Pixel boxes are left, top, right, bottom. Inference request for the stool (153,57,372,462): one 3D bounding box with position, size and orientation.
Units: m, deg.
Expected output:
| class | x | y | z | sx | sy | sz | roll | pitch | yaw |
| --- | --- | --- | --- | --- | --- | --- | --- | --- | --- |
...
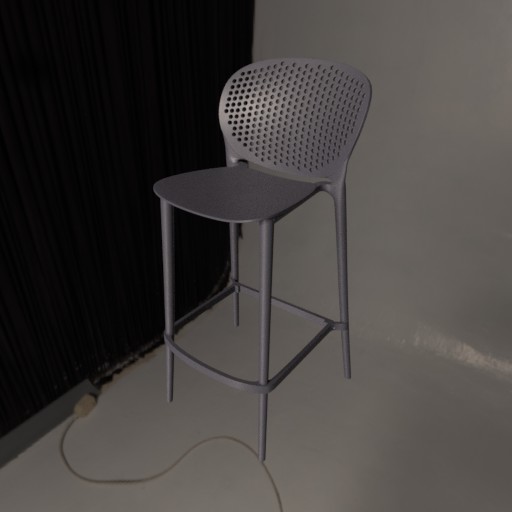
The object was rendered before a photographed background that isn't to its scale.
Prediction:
| class | x | y | z | sx | sy | sz | roll | pitch | yaw |
| --- | --- | --- | --- | --- | --- | --- | --- | --- | --- |
| stool | 0.000 | 0.000 | 1.329 | 0.536 | 1.045 | 0.535 | 20 | 35 | 30 |
